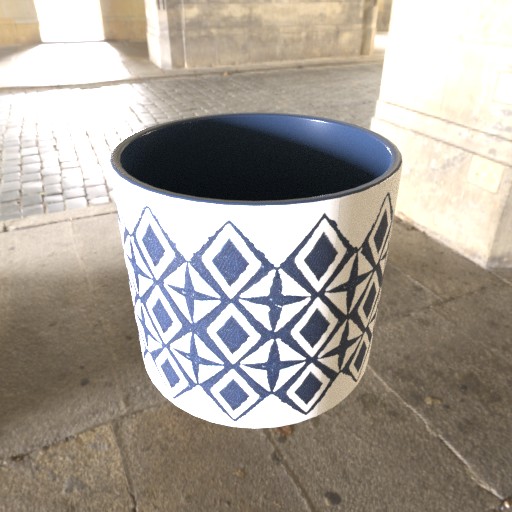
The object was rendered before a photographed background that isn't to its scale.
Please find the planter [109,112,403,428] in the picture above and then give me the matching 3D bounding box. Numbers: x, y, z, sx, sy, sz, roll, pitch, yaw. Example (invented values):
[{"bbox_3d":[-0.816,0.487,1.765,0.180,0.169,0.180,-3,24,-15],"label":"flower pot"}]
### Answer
[{"bbox_3d":[0.000,0.000,0.284,0.159,0.144,0.159,0,31,0],"label":"planter"}]
